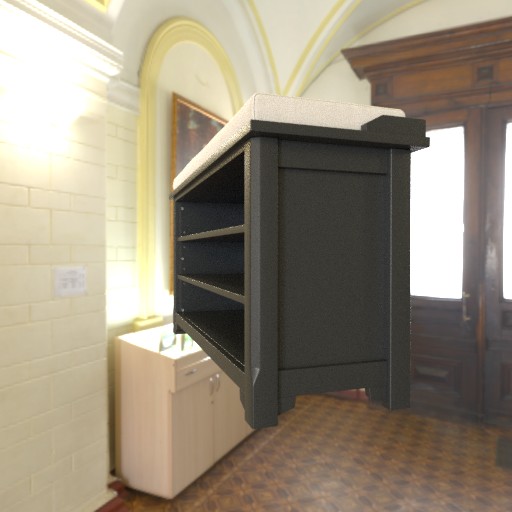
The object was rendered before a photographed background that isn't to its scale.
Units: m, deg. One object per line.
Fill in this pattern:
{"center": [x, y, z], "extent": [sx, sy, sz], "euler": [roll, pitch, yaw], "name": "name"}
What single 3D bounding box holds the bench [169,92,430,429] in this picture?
{"center": [0.000, 0.000, 1.215], "extent": [0.345, 0.561, 0.973], "euler": [0, 1, -19], "name": "bench"}
